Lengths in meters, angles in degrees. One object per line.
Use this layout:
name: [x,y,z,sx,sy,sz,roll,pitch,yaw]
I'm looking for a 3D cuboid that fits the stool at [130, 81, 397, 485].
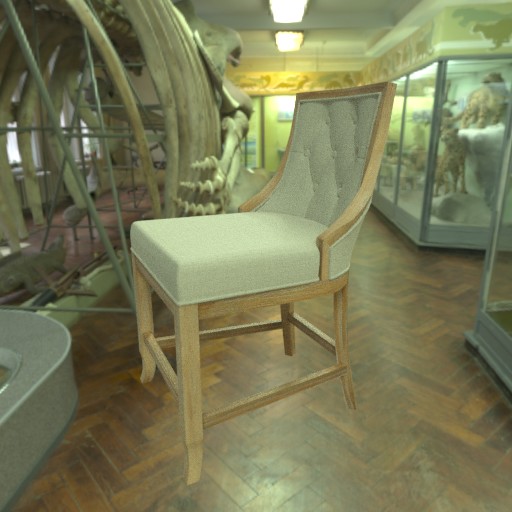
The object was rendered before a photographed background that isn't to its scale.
stool: [0.000,0.000,1.293,0.626,0.938,0.524,-8,18,-25]
